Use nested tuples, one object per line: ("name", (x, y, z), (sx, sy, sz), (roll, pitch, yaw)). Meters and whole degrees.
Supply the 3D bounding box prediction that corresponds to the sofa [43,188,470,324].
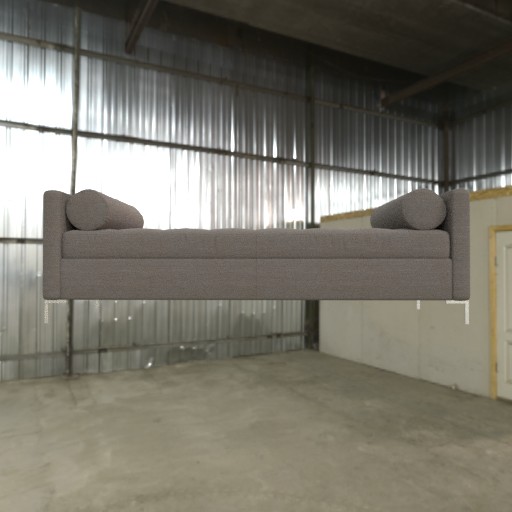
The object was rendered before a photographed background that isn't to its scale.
("sofa", (0.000, 0.000, 2.382), (1.981, 0.635, 0.686), (0, -1, 1))
